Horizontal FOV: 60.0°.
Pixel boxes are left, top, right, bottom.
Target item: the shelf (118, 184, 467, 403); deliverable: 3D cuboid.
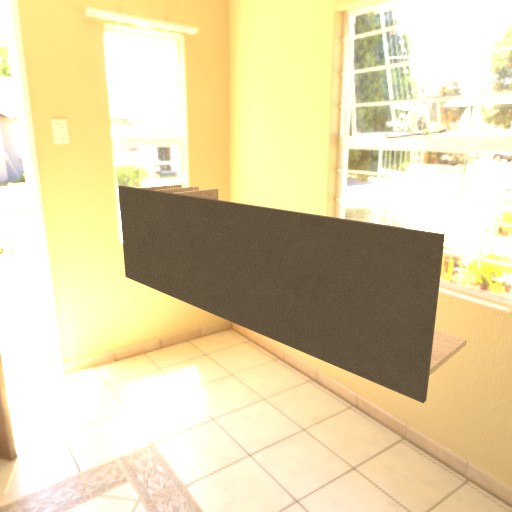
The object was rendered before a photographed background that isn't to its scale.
[{"bbox_3d":[0.000,0.000,1.147,1.020,0.300,0.200,14,21,43],"label":"shelf"}]
